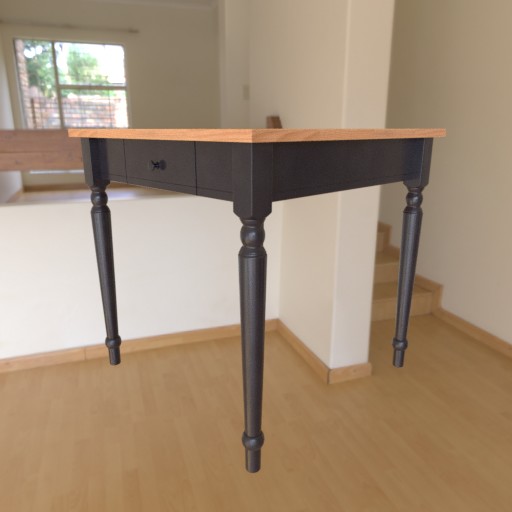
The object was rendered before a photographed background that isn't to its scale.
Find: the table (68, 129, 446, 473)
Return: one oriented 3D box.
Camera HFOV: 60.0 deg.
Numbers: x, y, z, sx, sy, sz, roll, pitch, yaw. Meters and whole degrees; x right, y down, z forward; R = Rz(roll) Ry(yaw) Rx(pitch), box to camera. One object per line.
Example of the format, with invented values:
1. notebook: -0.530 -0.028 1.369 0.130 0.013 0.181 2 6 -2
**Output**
1. table: 0.000 0.000 1.338 0.747 0.738 0.747 -15 22 -42
